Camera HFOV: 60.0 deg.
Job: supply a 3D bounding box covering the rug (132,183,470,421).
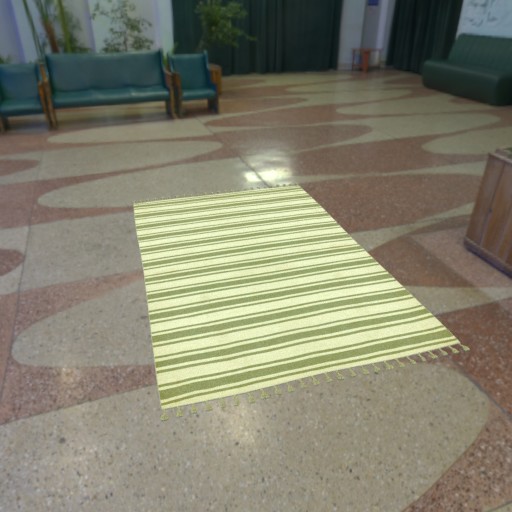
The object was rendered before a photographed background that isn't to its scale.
[{"bbox_3d":[0.000,0.000,3.038,1.540,0.018,2.435,-8,31,-14],"label":"rug"}]
